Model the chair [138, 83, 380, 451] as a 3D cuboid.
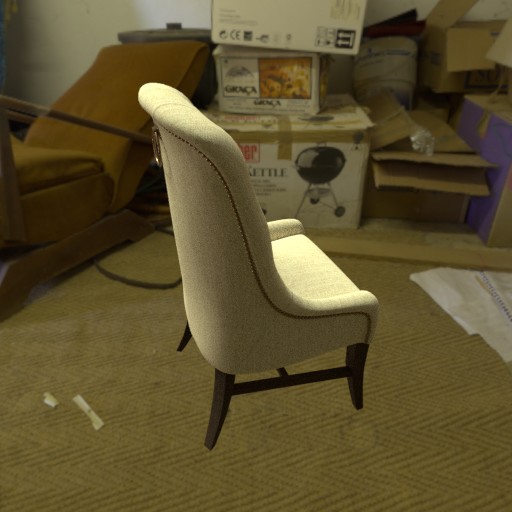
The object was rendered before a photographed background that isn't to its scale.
[{"bbox_3d":[0.000,0.000,1.479,0.629,1.091,0.634,-10,32,-17],"label":"chair"}]
